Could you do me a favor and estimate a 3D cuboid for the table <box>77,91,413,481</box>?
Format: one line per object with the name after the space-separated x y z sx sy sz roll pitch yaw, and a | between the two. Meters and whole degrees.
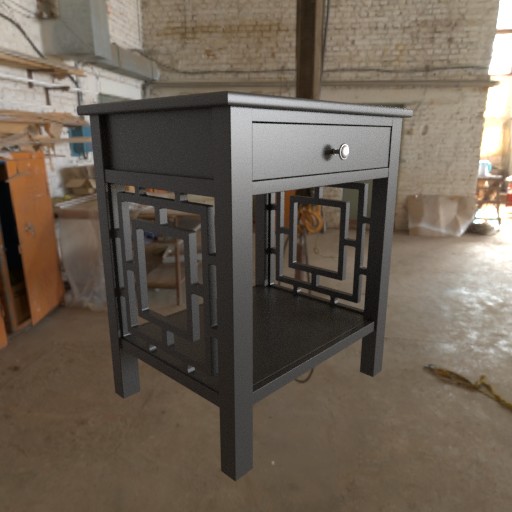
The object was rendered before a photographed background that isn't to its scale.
0.000 0.000 1.013 0.451 0.646 0.564 14 20 42 | table
